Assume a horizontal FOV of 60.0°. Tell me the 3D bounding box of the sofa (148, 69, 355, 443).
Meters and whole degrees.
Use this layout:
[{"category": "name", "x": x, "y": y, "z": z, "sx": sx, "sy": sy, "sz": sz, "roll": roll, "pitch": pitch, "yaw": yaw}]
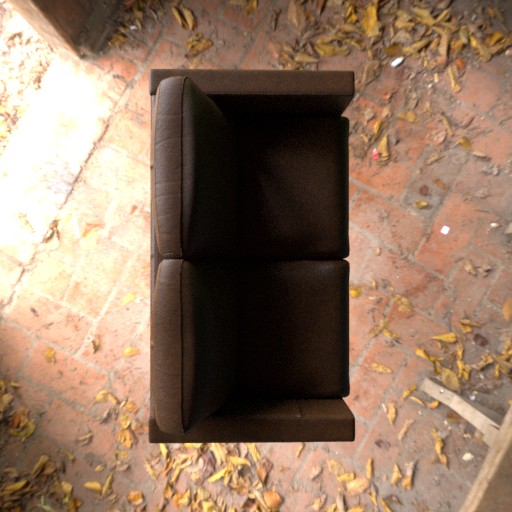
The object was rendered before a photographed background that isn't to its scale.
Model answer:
[{"category": "sofa", "x": 0.000, "y": 0.000, "z": 2.075, "sx": 0.909, "sy": 0.951, "sz": 1.578, "roll": 0, "pitch": 90, "yaw": -1}]
